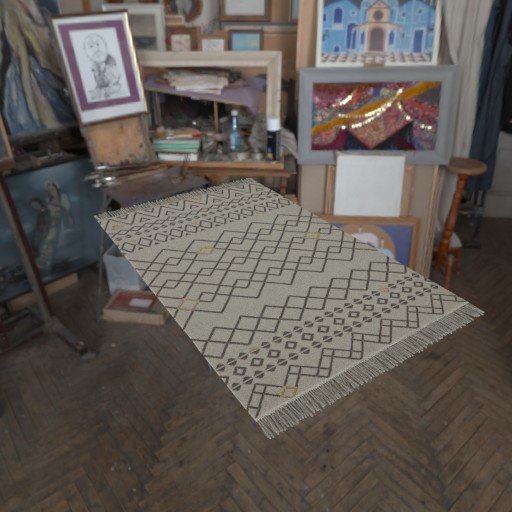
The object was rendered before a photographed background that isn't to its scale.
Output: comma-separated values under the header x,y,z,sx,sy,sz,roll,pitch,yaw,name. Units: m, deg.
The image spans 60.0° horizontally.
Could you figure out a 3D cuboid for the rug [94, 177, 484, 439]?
x,y,z,sx,sy,sz,roll,pitch,yaw,name
0.000,0.000,3.026,1.495,0.035,2.472,-19,36,-28,rug
